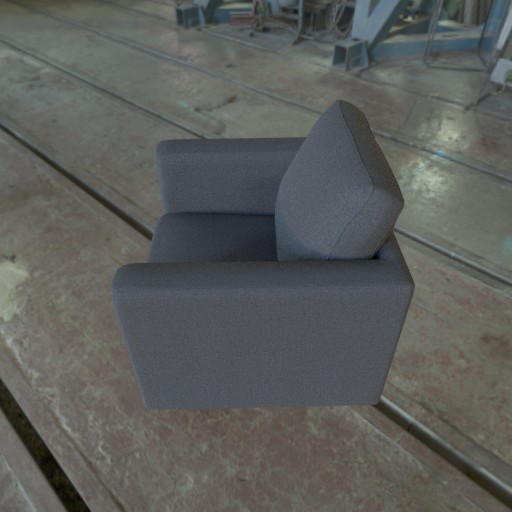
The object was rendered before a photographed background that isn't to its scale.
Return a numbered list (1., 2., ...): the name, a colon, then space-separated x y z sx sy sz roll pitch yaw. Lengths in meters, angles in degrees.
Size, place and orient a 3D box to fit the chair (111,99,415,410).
1. chair: 0.000 0.000 1.565 0.800 0.927 0.854 -1 41 -1
